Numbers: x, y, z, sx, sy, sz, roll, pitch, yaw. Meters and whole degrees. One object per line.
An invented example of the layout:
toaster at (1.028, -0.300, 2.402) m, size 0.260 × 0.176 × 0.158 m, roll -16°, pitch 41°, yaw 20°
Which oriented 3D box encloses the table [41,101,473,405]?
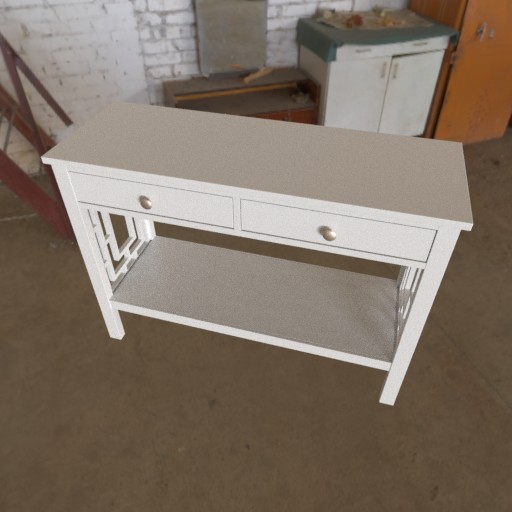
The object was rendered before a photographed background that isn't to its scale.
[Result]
table at (0.000, 0.000, 1.436) m, size 1.068 × 0.753 × 0.397 m, roll 11°, pitch 42°, yaw 12°
